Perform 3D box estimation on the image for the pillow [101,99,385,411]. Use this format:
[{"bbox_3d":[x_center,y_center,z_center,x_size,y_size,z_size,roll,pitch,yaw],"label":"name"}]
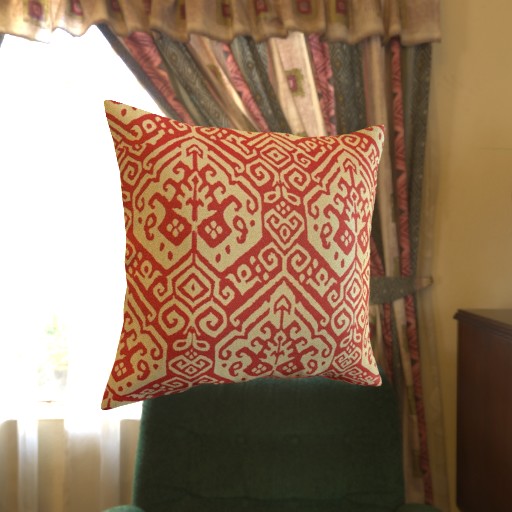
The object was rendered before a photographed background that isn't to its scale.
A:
[{"bbox_3d":[0.000,0.000,0.788,0.522,0.507,0.192,0,0,-17],"label":"pillow"}]
